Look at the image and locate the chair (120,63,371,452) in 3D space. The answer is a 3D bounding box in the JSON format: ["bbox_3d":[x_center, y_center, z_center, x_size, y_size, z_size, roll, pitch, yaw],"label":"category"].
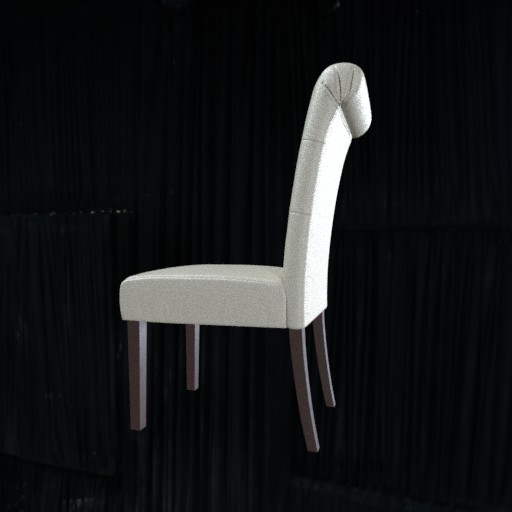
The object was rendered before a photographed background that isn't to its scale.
[{"bbox_3d":[0.000,0.000,1.375,0.671,1.006,0.456,0,2,17],"label":"chair"}]
